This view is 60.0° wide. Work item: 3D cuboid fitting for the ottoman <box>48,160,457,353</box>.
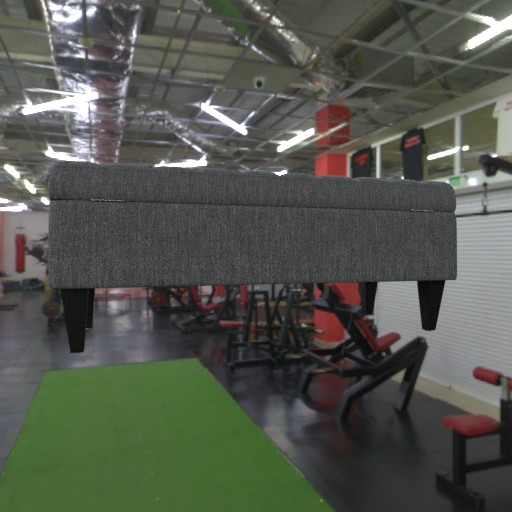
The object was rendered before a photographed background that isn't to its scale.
[{"bbox_3d":[0.000,0.000,1.405,1.151,0.469,0.482,0,1,-17],"label":"ottoman"}]
